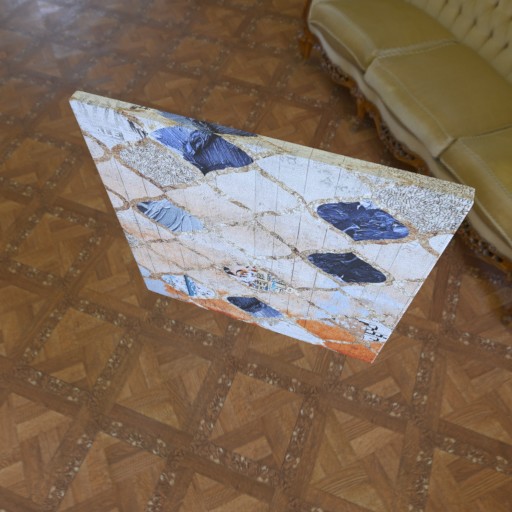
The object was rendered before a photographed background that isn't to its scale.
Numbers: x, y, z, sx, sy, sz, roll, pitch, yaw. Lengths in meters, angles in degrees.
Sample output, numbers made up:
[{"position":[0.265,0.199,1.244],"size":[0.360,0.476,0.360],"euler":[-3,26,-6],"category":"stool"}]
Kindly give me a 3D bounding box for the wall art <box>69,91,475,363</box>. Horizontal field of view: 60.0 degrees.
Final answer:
[{"position":[0.000,0.000,1.331],"size":[0.912,0.914,0.039],"euler":[17,58,11],"category":"wall art"}]
